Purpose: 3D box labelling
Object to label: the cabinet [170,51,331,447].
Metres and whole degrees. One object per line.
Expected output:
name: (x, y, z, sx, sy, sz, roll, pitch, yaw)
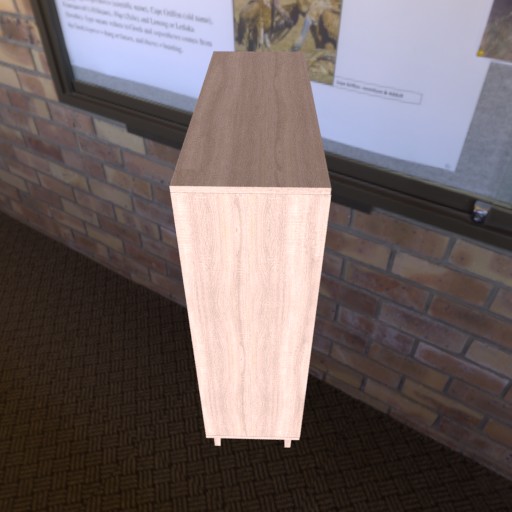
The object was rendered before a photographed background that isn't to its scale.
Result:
cabinet: (0.000, 0.000, 1.954, 0.398, 1.388, 1.111, 1, 40, 1)
